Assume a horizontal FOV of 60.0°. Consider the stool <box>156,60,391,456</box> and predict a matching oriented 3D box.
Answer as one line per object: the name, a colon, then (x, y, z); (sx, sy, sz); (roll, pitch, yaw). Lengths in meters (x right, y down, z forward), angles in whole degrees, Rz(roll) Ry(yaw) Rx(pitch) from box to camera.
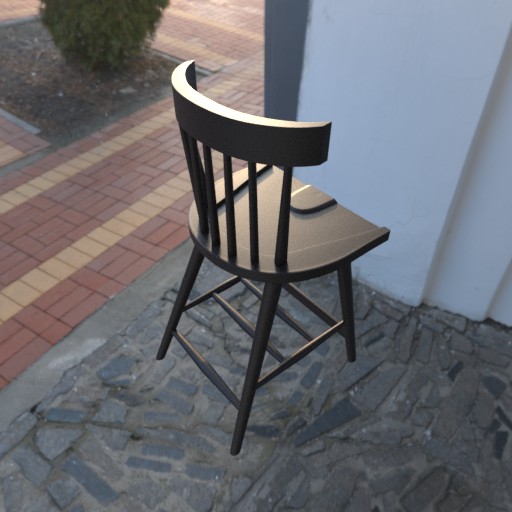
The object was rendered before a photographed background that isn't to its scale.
stool: (0.000, 0.000, 1.250); (0.549, 0.953, 0.494); (-28, 48, -29)
